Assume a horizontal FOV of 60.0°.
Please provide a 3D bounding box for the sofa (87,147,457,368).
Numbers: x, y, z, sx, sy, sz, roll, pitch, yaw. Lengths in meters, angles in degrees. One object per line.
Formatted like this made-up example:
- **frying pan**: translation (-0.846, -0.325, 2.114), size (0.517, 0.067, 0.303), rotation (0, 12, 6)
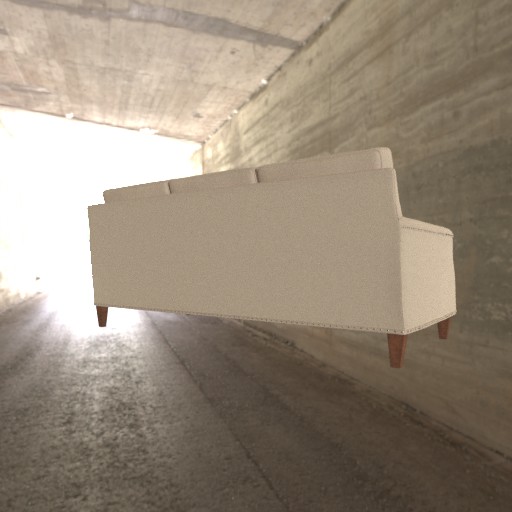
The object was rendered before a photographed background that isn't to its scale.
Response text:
- **sofa**: translation (0.000, 0.000, 2.897), size (2.246, 1.003, 1.084), rotation (-1, -1, 35)
